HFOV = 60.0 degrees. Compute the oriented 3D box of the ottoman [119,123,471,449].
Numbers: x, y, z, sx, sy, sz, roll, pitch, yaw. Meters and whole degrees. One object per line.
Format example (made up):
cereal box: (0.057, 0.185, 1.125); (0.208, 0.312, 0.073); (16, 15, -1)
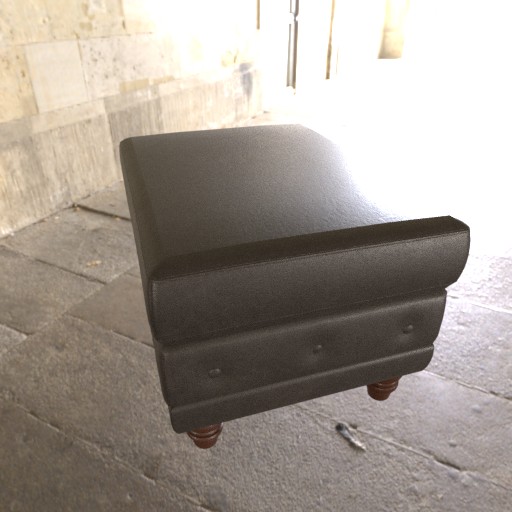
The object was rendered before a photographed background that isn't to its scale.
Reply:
ottoman: (0.000, 0.000, 1.142); (0.590, 0.498, 0.795); (-9, 31, -15)
